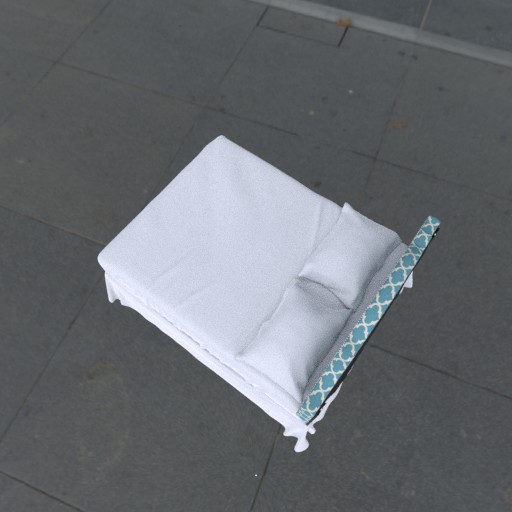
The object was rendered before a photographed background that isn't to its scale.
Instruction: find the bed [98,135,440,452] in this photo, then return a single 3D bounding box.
[{"bbox_3d":[0.000,0.000,3.387,2.222,1.633,1.780,34,68,15],"label":"bed"}]
